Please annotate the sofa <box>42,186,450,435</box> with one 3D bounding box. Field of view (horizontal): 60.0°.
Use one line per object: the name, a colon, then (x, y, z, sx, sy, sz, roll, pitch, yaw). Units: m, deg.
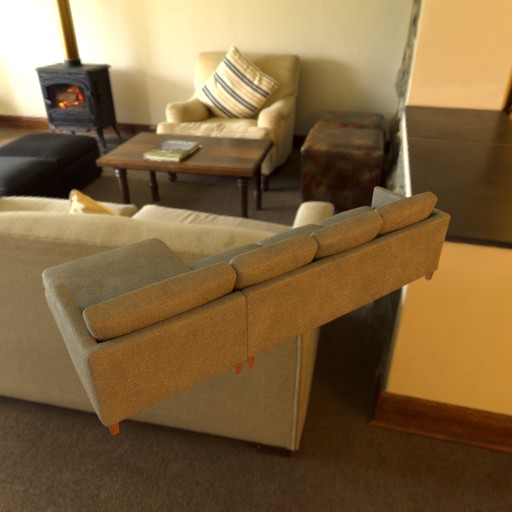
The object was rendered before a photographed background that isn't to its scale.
sofa: (0.000, 0.000, 4.068, 3.471, 0.950, 1.604, -19, 36, -29)
